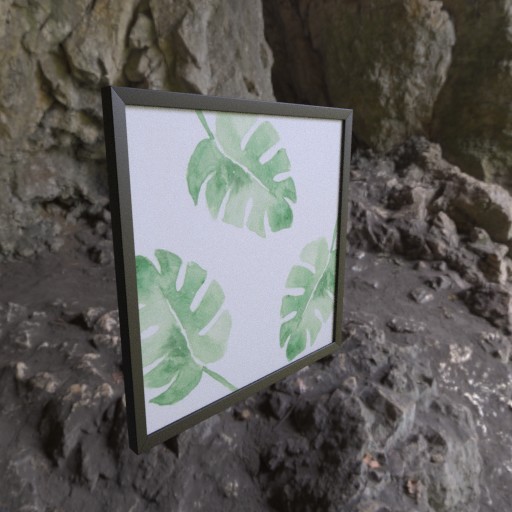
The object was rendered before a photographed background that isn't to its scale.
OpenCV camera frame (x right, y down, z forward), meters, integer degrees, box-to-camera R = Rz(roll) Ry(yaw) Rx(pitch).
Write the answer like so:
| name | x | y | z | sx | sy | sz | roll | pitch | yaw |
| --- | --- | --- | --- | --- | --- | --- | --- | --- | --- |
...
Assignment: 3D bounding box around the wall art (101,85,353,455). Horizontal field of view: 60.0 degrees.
| name | x | y | z | sx | sy | sz | roll | pitch | yaw |
| --- | --- | --- | --- | --- | --- | --- | --- | --- | --- |
| wall art | 0.000 | 0.000 | 1.154 | 0.765 | 0.765 | 0.038 | -13 | 19 | -43 |
